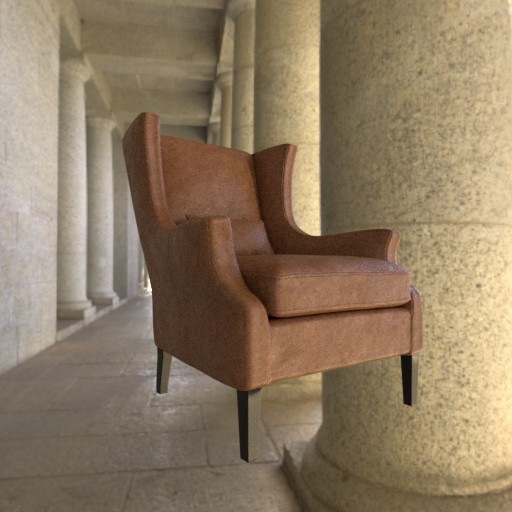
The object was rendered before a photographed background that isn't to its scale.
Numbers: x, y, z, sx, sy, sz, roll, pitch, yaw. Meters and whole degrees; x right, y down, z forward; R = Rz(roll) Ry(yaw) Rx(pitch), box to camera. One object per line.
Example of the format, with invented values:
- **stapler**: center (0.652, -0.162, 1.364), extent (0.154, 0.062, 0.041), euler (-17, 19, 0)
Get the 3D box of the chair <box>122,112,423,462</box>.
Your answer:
- **chair**: center (0.000, 0.000, 1.637), extent (0.853, 1.016, 0.926), euler (1, -1, -38)
